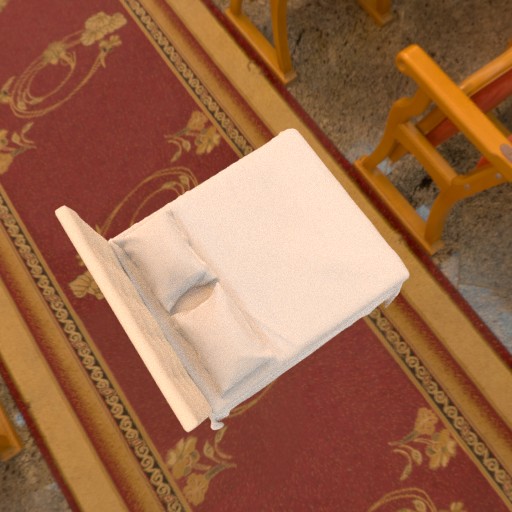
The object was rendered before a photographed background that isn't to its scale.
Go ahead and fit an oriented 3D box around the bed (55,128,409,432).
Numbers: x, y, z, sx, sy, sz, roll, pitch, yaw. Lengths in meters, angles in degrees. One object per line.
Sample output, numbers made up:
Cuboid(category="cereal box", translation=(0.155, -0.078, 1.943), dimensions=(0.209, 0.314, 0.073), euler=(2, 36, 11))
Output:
Cuboid(category="bed", translation=(0.000, 0.000, 3.575), dimensions=(2.222, 1.577, 1.936), euler=(-33, 77, -8))
